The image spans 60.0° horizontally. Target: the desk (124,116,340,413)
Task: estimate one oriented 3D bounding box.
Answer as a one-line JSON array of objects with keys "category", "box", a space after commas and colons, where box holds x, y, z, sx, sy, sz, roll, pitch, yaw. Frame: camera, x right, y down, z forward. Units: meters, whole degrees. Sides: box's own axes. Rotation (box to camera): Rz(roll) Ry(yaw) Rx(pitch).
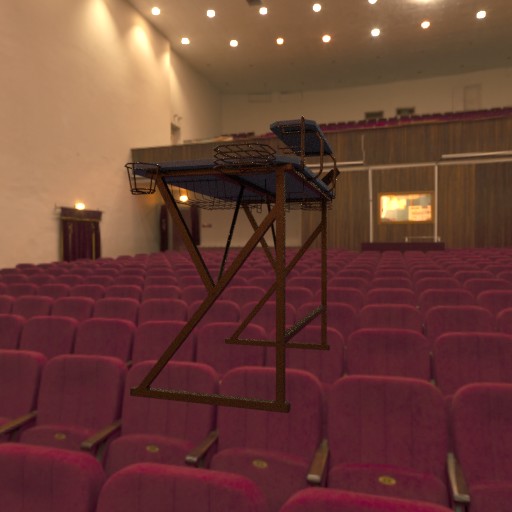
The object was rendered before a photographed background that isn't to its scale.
[{"category": "desk", "box": [0.000, 0.000, 1.781, 0.594, 0.909, 1.295, 0, 1, 17]}]
